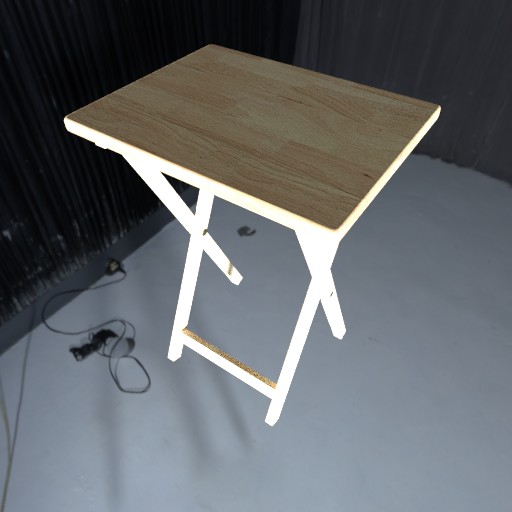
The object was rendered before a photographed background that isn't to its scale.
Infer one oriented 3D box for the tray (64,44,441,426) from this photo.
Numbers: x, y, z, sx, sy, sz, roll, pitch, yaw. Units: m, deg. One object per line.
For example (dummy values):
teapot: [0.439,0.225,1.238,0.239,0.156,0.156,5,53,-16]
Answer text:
tray: [0.000,0.000,0.945,0.483,0.660,0.381,26,51,23]
